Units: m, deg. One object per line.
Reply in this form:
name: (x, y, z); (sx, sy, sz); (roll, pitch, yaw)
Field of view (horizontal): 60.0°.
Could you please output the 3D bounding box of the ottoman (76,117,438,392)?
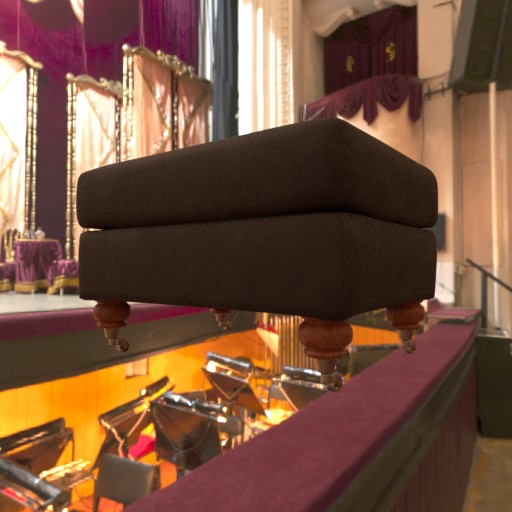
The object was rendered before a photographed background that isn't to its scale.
ottoman: (0.000, 0.000, 1.123); (0.773, 0.497, 0.574); (-1, -1, 37)
